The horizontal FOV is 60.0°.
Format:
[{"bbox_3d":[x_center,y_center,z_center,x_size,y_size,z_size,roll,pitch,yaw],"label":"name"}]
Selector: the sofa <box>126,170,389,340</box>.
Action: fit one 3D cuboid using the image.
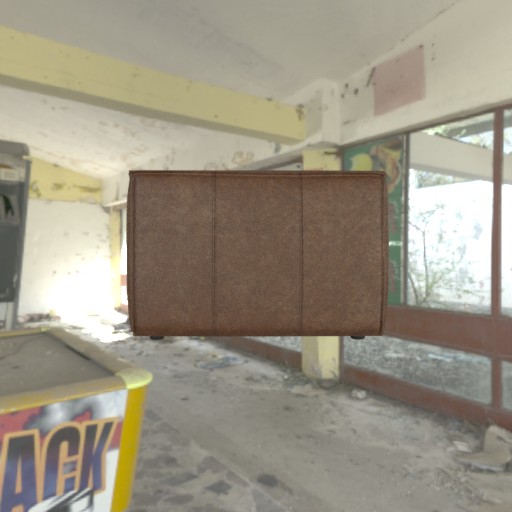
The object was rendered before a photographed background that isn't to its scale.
[{"bbox_3d":[0.000,0.000,3.021,1.102,0.701,2.581,0,0,0],"label":"sofa"}]
